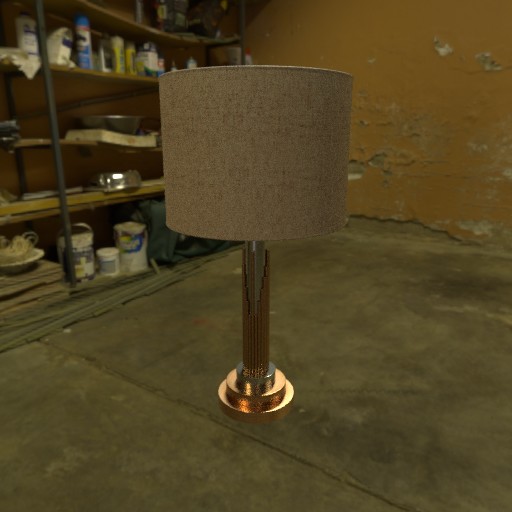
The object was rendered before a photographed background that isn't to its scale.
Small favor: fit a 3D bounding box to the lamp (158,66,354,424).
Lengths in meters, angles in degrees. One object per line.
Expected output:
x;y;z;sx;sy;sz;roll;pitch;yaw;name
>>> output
0.000;0.000;0.822;0.321;0.610;0.321;-3;16;-9;lamp
